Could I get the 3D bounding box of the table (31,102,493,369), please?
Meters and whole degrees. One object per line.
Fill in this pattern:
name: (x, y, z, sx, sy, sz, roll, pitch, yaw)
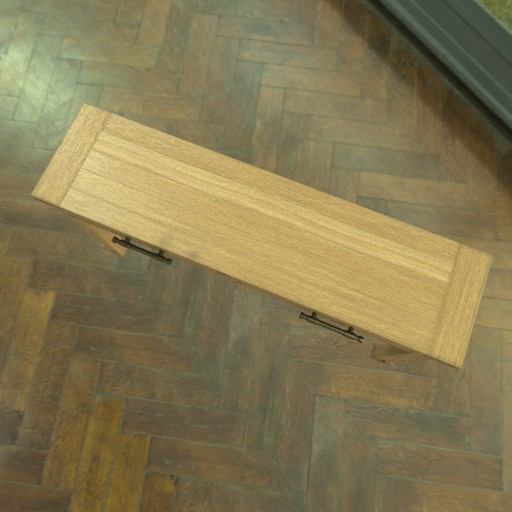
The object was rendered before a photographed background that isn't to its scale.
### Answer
table: (0.000, 0.000, 1.926, 1.599, 0.762, 0.442, 22, 76, 6)
